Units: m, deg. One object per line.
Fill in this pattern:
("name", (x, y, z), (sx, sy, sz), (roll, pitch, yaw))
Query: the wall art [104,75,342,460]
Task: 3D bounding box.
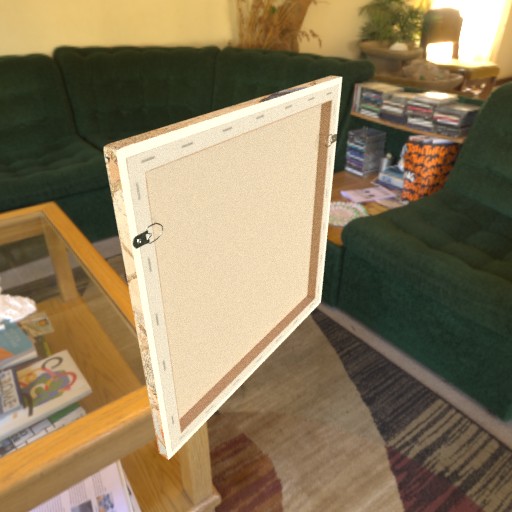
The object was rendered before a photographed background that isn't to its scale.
("wall art", (0.000, 0.000, 1.356), (0.039, 0.914, 0.912), (20, 37, 30))
